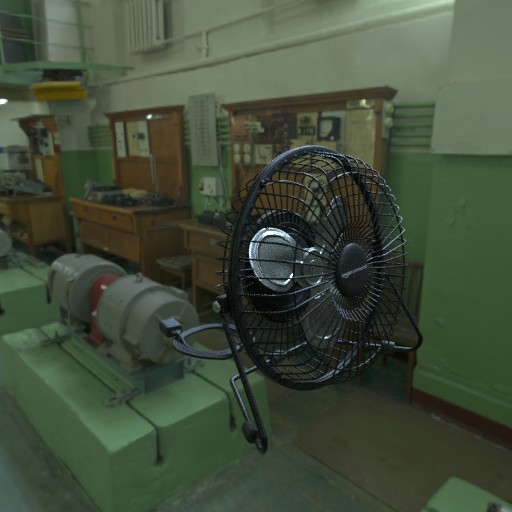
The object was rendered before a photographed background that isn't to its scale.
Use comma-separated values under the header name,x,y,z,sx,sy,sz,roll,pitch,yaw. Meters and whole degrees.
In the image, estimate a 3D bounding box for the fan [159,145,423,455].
name,x,y,z,sx,sy,sz,roll,pitch,yaw
fan,0.000,0.000,0.389,0.227,0.188,0.209,13,19,43
